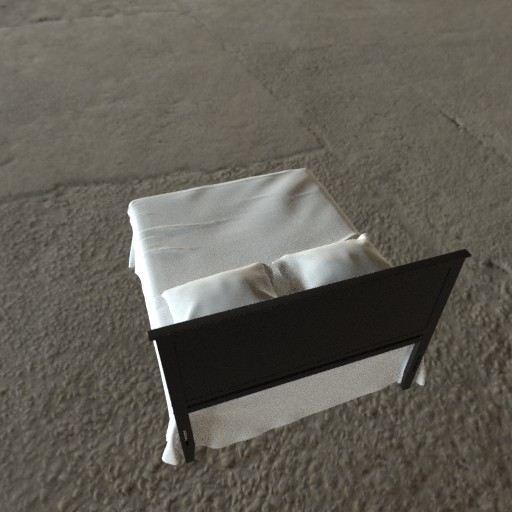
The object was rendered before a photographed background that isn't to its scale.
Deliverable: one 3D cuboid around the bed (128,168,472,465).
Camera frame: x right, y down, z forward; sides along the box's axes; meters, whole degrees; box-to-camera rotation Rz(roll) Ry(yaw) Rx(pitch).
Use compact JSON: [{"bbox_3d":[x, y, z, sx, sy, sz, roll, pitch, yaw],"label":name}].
[{"bbox_3d":[0.000,0.000,3.210,1.870,1.270,2.050,-13,44,-14],"label":"bed"}]
